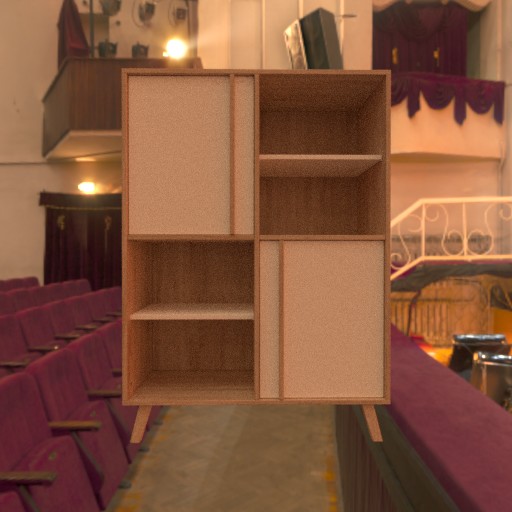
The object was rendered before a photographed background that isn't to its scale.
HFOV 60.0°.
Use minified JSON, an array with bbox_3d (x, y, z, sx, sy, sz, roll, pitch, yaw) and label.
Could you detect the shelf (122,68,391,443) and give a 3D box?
[{"bbox_3d":[0.000,0.000,1.871,1.000,1.390,0.450,0,0,-1],"label":"shelf"}]
